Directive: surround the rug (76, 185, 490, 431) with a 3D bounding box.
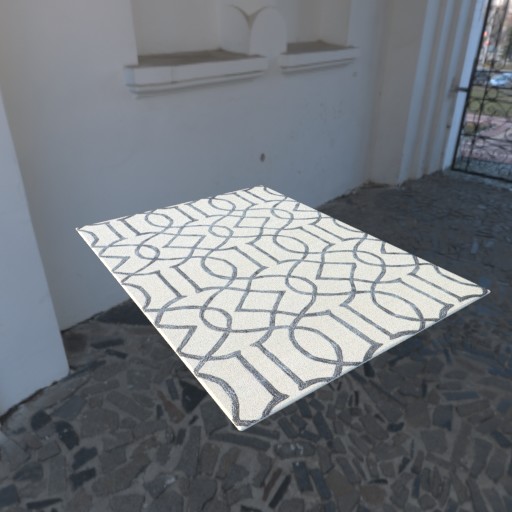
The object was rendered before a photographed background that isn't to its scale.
[{"bbox_3d":[0.000,0.000,3.770,2.211,0.021,2.910,-18,33,-30],"label":"rug"}]
